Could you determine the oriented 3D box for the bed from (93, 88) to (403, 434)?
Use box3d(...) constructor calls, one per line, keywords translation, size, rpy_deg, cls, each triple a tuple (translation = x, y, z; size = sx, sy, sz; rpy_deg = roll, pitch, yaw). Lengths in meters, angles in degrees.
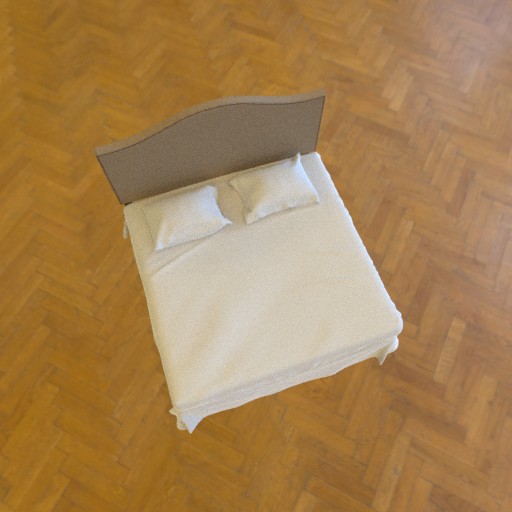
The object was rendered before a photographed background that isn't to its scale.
box3d(translation=(0.000, 0.000, 3.802), size=(2.311, 1.651, 2.222), rpy_deg=(-17, 66, -8), cls="bed")
